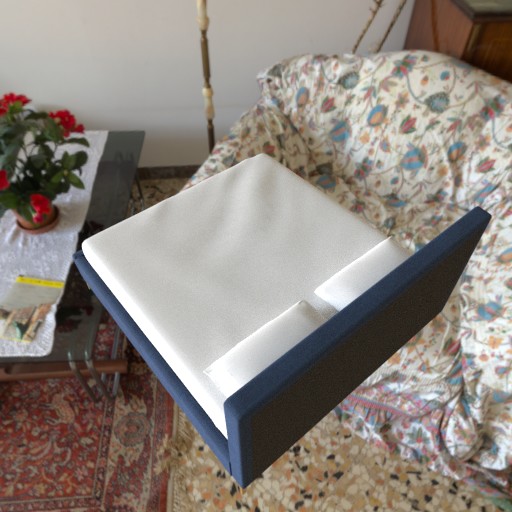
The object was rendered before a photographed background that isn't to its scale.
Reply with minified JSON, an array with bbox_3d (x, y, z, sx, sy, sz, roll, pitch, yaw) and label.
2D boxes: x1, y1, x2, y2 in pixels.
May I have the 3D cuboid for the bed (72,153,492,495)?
[{"bbox_3d":[0.000,0.000,3.379,2.096,1.231,2.232,-32,55,-26],"label":"bed"}]
